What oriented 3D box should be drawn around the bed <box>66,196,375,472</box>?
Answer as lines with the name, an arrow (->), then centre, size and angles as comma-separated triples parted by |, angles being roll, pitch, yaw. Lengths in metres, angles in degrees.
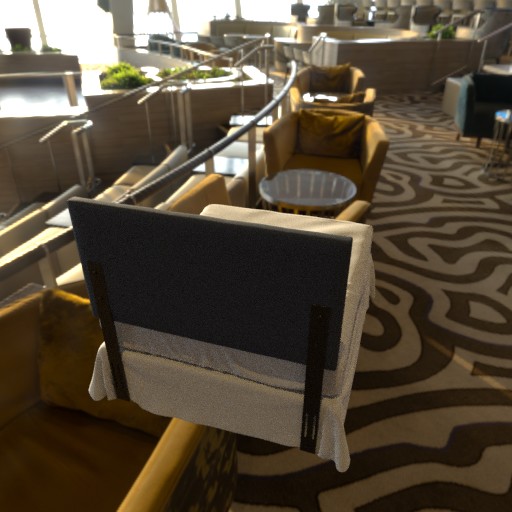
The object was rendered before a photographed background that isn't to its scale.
bed -> 0.000, 0.000, 3.534 | 1.936, 1.577, 2.222 | 9, 32, 16
